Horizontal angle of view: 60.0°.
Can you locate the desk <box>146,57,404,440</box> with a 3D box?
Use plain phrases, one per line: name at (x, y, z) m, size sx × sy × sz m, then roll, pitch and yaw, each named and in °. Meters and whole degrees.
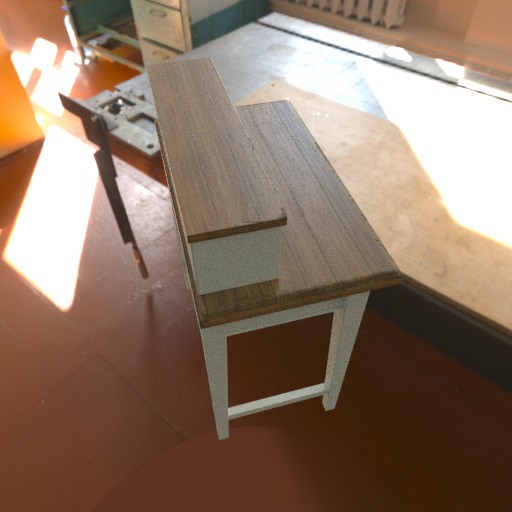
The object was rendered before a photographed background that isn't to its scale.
desk at (0.000, 0.000, 1.424) m, size 0.462 × 0.981 × 0.814 m, roll -11°, pitch 48°, yaw -10°
